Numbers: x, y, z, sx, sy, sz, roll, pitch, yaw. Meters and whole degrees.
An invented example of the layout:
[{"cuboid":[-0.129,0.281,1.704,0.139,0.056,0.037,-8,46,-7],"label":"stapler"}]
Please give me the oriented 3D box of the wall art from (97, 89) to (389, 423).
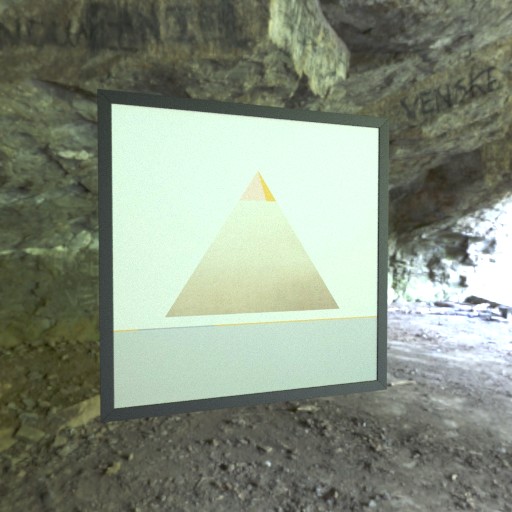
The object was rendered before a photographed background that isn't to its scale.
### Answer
[{"cuboid":[0.000,0.000,0.769,0.513,0.511,0.028,-1,2,-18],"label":"wall art"}]
